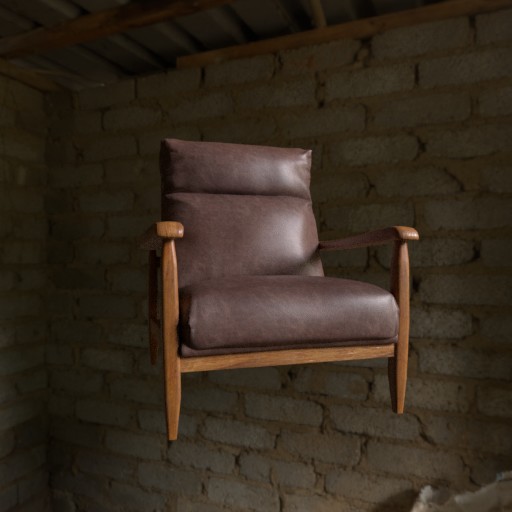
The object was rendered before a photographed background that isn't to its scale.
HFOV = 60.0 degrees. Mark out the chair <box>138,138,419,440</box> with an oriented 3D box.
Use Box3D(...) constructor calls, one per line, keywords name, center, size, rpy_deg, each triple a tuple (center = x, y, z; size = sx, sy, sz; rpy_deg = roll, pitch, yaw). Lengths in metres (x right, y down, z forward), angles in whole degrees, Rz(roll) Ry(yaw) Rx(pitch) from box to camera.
Box3D(name="chair", center=(0.000, 0.000, 1.524), size=(0.782, 0.897, 0.830), rpy_deg=(0, 0, -16))
